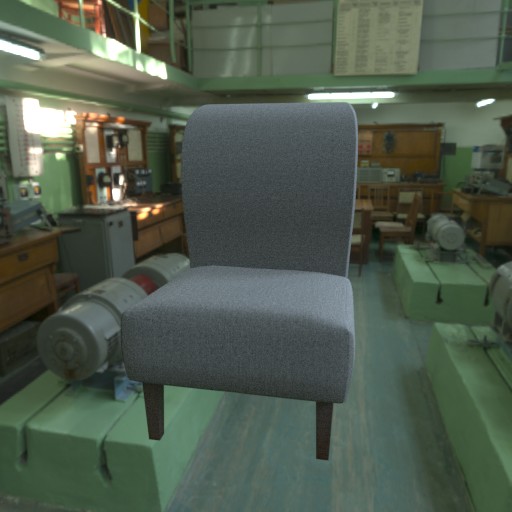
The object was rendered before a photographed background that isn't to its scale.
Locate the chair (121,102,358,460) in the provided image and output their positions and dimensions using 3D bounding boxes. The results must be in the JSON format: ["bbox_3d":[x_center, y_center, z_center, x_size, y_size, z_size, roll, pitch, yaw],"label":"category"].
[{"bbox_3d":[0.000,0.000,1.156,0.513,0.804,0.592,2,14,10],"label":"chair"}]
